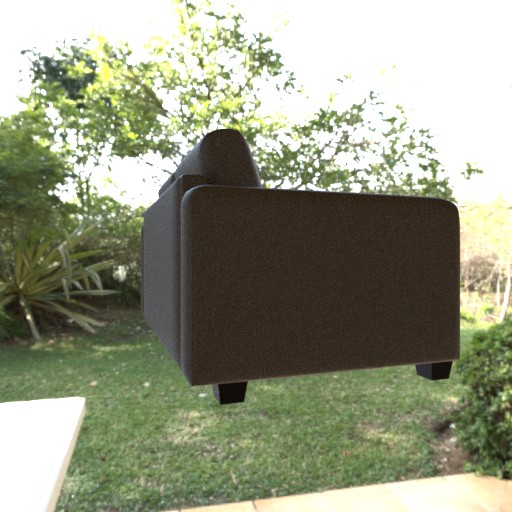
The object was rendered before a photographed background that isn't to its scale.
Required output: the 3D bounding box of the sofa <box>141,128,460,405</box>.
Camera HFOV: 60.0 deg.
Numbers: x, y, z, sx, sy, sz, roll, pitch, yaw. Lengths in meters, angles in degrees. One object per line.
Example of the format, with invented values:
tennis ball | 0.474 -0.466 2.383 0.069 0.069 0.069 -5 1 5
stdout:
sofa | 0.000 0.000 2.000 0.900 0.800 1.540 0 0 -19
